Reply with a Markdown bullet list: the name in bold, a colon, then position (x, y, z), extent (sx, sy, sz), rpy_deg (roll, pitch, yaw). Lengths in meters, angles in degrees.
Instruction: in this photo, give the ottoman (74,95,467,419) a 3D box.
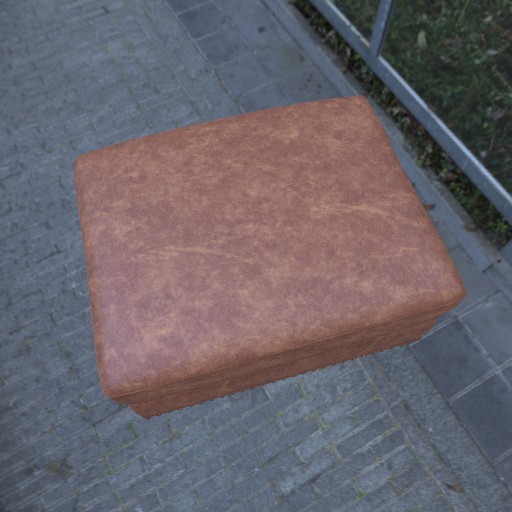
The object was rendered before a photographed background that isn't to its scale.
- **ottoman**: position (0.000, 0.000, 1.113), extent (0.742, 0.486, 0.586), rpy_deg (-14, 65, -7)
